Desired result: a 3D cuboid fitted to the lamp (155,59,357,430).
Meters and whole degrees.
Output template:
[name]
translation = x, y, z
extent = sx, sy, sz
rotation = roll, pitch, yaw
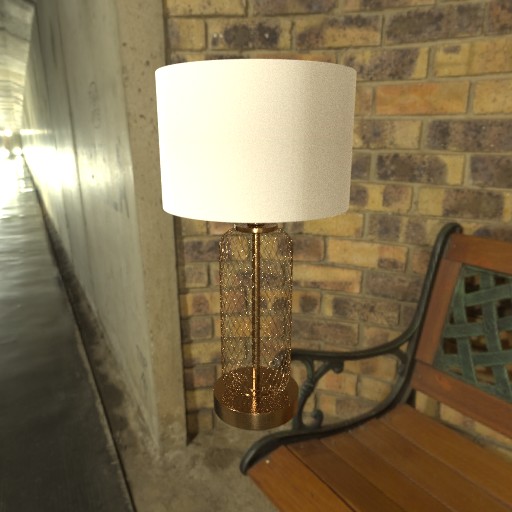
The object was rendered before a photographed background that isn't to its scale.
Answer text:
[lamp]
translation = 0.000, 0.000, 0.633
extent = 0.252, 0.483, 0.252
rotation = 7, 17, 24
